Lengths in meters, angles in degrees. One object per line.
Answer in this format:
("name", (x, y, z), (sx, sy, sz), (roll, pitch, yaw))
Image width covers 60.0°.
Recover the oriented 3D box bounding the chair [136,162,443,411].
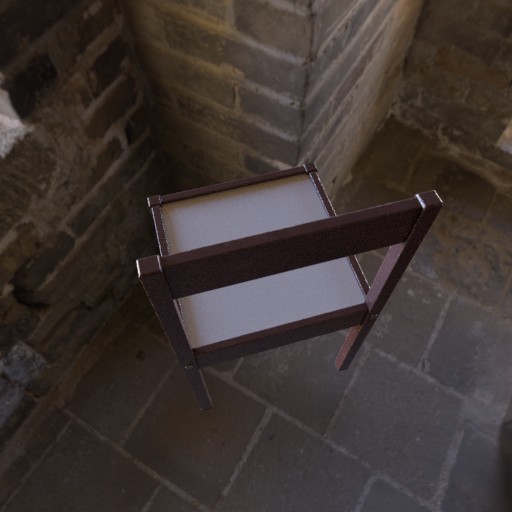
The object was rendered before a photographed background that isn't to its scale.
("chair", (0.000, 0.000, 0.676), (0.285, 0.505, 0.285), (-14, 60, -8))
